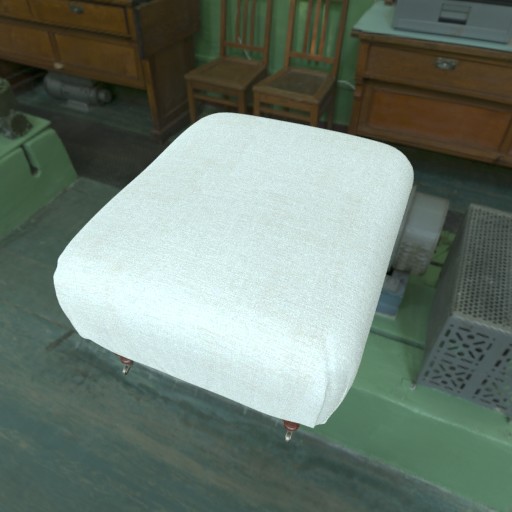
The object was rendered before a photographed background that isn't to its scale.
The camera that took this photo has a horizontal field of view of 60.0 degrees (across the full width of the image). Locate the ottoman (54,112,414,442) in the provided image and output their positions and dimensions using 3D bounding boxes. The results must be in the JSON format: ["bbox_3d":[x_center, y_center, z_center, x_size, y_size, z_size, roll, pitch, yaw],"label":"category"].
[{"bbox_3d":[0.000,0.000,1.104,0.622,0.450,0.747,16,47,16],"label":"ottoman"}]
